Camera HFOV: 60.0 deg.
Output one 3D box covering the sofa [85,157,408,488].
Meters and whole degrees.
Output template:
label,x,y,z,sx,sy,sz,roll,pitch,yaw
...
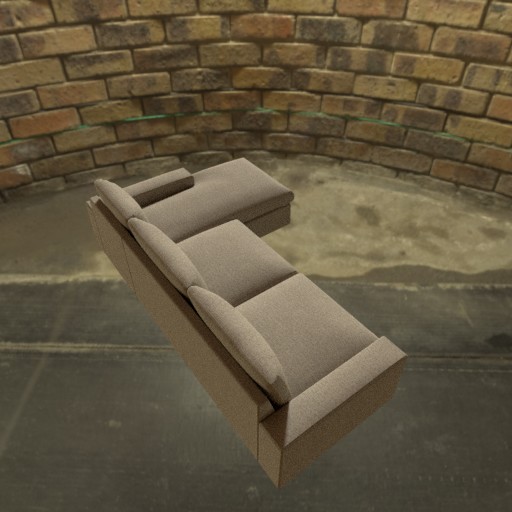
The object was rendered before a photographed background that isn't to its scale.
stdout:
label,x,y,z,sx,sy,sz,roll,pitch,yaw
sofa,0.000,0.000,3.474,1.689,0.813,2.718,-26,48,-26
